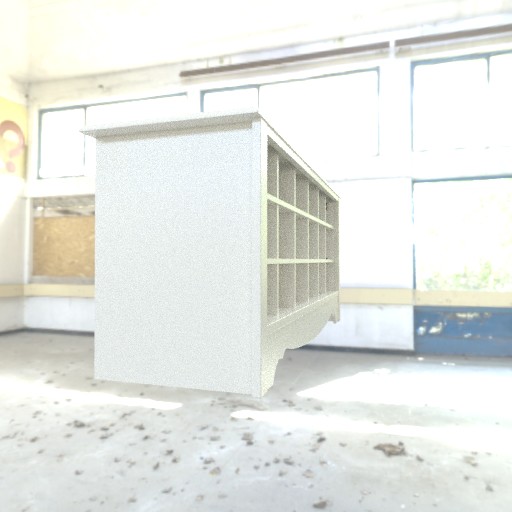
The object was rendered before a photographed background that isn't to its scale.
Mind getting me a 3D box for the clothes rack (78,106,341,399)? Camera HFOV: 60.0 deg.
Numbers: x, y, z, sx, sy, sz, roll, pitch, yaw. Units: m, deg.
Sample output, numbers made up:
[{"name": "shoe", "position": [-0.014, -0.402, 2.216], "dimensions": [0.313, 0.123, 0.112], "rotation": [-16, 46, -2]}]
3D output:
[{"name": "clothes rack", "position": [0.000, 0.000, 1.462], "dimensions": [0.405, 0.558, 1.218], "rotation": [0, -1, 18]}]
